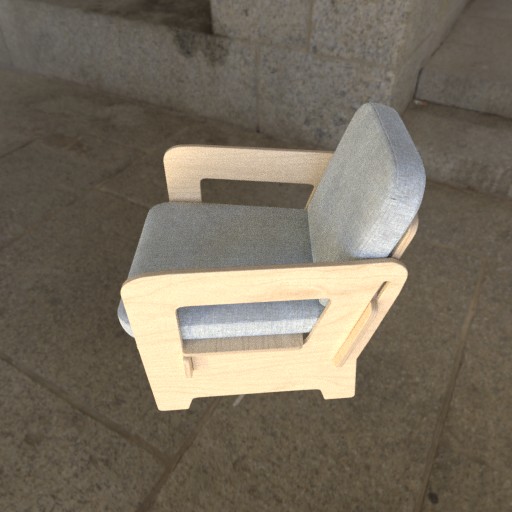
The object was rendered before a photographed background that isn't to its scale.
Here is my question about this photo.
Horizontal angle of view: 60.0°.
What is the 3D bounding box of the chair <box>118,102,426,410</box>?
[{"bbox_3d":[0.000,0.000,1.283,0.710,0.800,0.590,0,43,1],"label":"chair"}]
